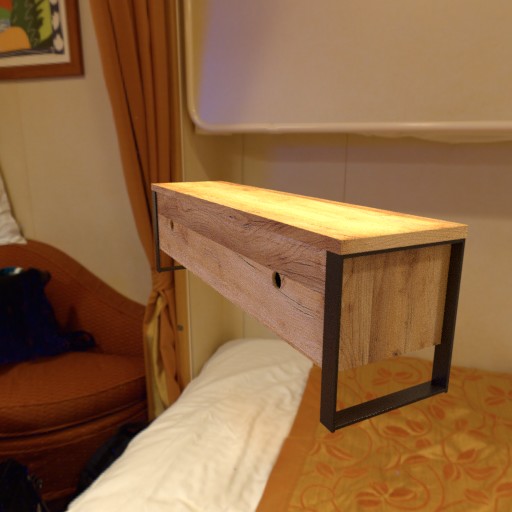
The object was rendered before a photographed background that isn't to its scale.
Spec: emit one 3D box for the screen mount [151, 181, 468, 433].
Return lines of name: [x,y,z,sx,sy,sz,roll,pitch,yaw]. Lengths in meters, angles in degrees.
screen mount: [0.000,0.000,1.695,0.395,0.450,1.524,-7,16,-26]
